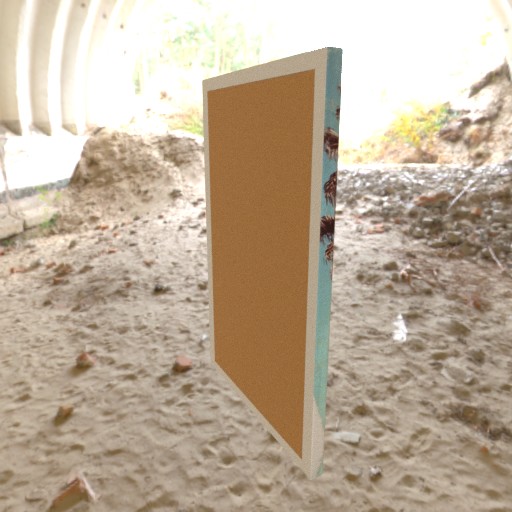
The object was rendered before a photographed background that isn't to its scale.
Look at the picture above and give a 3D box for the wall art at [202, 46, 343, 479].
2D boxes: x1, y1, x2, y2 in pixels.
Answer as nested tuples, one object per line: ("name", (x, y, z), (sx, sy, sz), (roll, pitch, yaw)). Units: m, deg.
("wall art", (0.000, 0.000, 1.158), (0.037, 0.915, 0.605), (-8, 18, -27))
